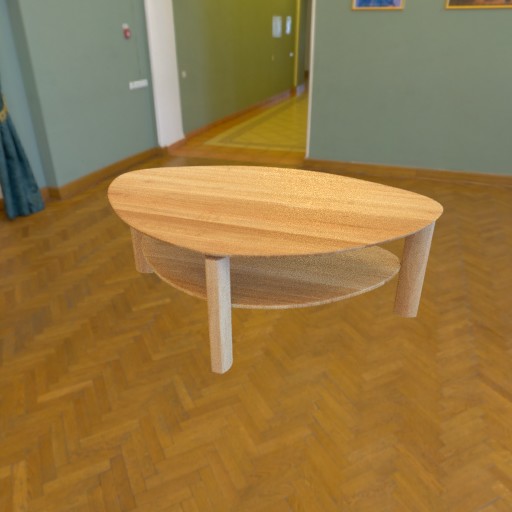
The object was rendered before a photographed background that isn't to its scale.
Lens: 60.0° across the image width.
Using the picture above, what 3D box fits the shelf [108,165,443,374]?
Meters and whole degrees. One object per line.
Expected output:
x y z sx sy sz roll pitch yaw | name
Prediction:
0.000 0.000 1.659 1.246 0.440 0.845 8 28 16 | shelf
